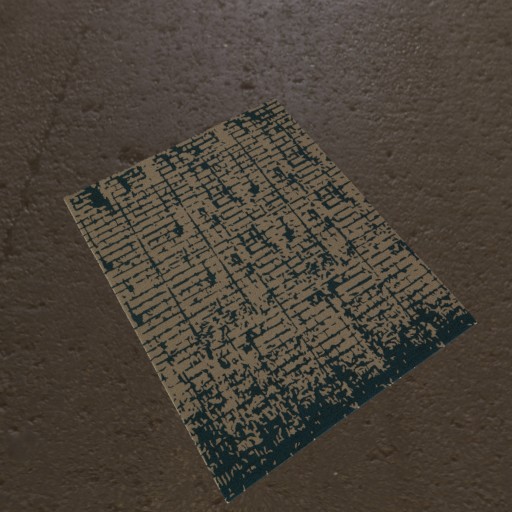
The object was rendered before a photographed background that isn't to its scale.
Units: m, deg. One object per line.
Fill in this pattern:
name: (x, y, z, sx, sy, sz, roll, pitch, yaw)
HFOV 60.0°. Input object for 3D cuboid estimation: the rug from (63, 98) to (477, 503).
rug: (0.000, 0.000, 3.936, 2.416, 0.014, 3.017, -30, 67, -14)
